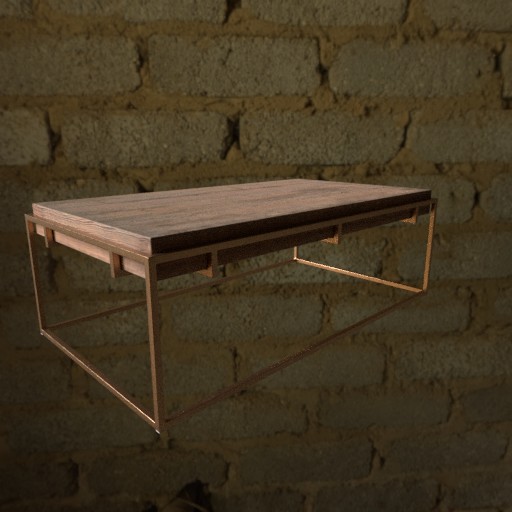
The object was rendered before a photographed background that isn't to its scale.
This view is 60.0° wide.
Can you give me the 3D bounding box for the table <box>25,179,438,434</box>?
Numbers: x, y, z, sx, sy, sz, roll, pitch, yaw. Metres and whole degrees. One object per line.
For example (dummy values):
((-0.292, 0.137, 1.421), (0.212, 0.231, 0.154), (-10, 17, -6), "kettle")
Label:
((0.000, 0.000, 1.719), (1.387, 0.468, 0.775), (-14, 20, -42), "table")
